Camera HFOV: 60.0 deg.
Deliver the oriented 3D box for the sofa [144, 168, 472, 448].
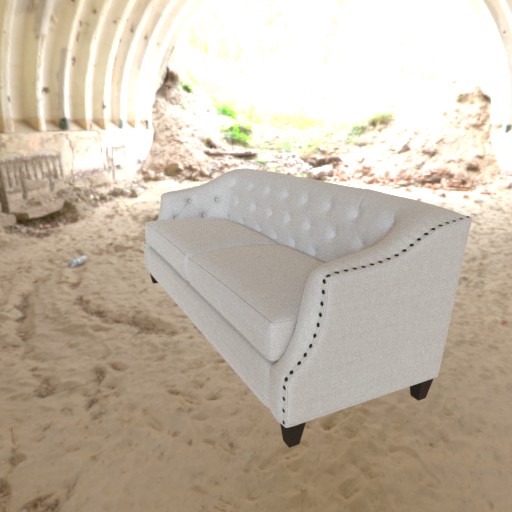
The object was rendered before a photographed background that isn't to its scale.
[{"bbox_3d":[0.000,0.000,2.715,0.914,0.901,2.235,-8,18,-26],"label":"sofa"}]
